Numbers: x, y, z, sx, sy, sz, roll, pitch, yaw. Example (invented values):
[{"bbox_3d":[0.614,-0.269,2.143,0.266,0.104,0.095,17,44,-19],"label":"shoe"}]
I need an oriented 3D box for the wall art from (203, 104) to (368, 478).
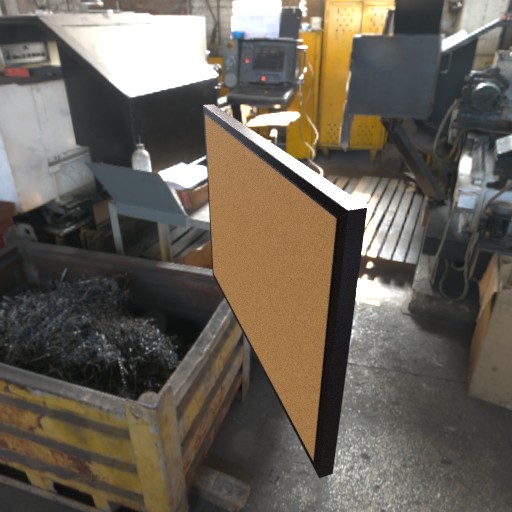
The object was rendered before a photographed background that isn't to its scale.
[{"bbox_3d":[0.000,0.000,0.864,0.027,0.458,0.657,-10,30,-17],"label":"wall art"}]
